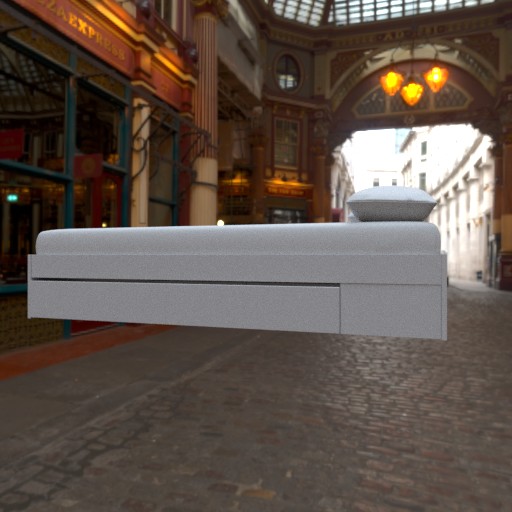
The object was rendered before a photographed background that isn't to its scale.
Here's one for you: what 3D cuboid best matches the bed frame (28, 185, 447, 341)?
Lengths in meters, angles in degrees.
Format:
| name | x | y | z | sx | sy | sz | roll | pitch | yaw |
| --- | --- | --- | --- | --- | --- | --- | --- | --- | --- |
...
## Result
| name | x | y | z | sx | sy | sz | roll | pitch | yaw |
| --- | --- | --- | --- | --- | --- | --- | --- | --- | --- |
| bed frame | 0.000 | 0.000 | 2.618 | 1.950 | 0.629 | 1.450 | 0 | 0 | 18 |
